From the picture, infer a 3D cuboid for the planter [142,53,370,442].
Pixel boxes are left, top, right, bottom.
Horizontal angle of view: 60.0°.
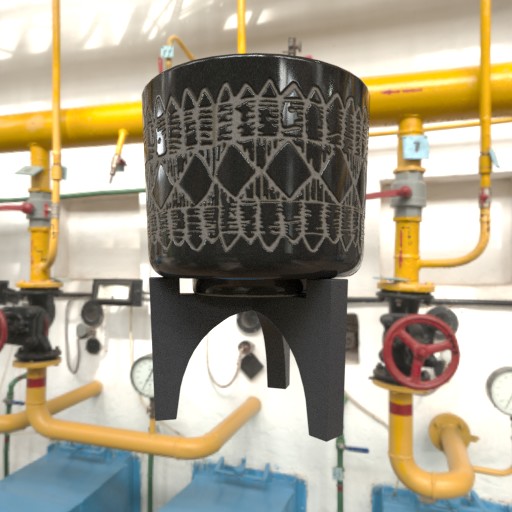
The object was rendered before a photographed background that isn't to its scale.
[{"bbox_3d":[0.000,0.000,0.257,0.129,0.177,0.129,0,-1,0],"label":"planter"}]
